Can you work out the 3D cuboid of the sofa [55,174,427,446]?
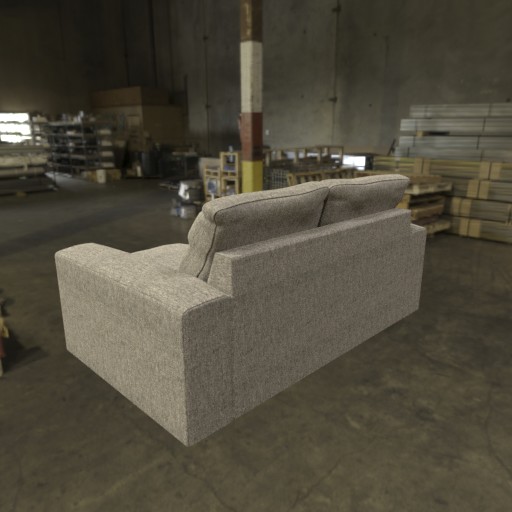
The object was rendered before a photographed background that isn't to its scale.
[{"bbox_3d":[0.000,0.000,2.398,1.094,0.877,1.758,15,22,43],"label":"sofa"}]
